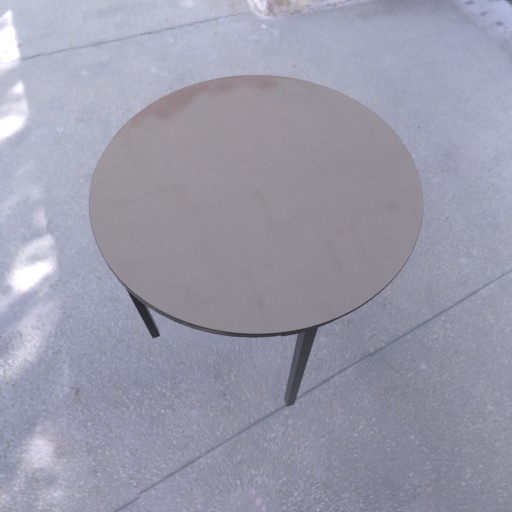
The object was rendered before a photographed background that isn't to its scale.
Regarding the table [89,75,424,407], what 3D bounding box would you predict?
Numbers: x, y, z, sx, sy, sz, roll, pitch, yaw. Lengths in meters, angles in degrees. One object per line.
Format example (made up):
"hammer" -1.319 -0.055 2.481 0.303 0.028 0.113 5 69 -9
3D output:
"table" 0.000 0.000 0.860 0.499 0.443 0.499 0 58 0
